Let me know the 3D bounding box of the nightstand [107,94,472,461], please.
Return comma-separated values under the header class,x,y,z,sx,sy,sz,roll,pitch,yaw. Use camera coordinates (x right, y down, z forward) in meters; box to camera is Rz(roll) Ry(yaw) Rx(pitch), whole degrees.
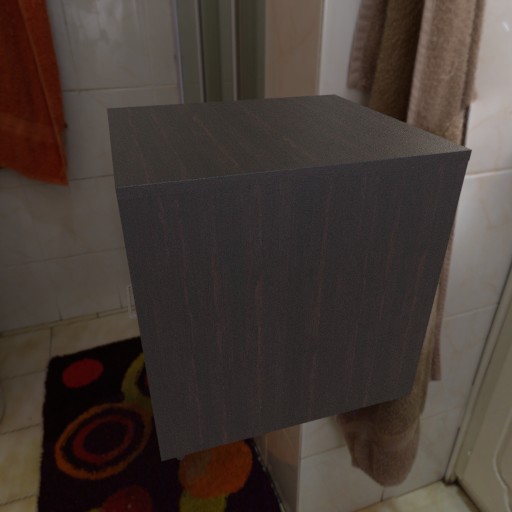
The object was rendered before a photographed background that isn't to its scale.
class,x,y,z,sx,sy,sz,roll,pitch,yaw
nightstand,0.000,0.000,0.794,0.461,0.460,0.400,-9,31,-15
